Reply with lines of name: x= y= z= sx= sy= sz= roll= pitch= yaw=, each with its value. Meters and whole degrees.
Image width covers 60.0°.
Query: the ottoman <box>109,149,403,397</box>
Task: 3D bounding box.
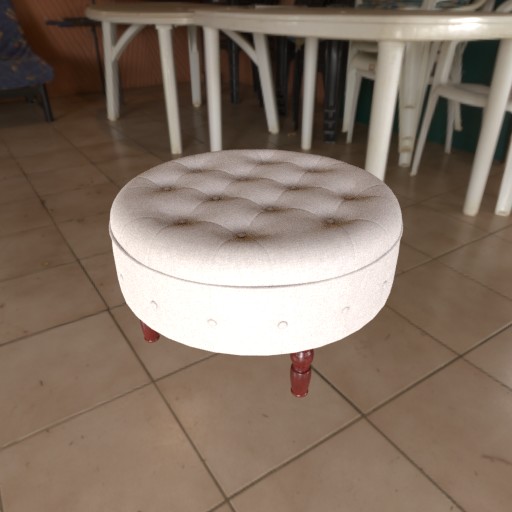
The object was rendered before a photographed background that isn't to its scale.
ottoman: x=0.000 y=0.000 z=1.412 sx=0.849 sy=0.478 sz=0.849 roll=0 pitch=30 yaw=0
